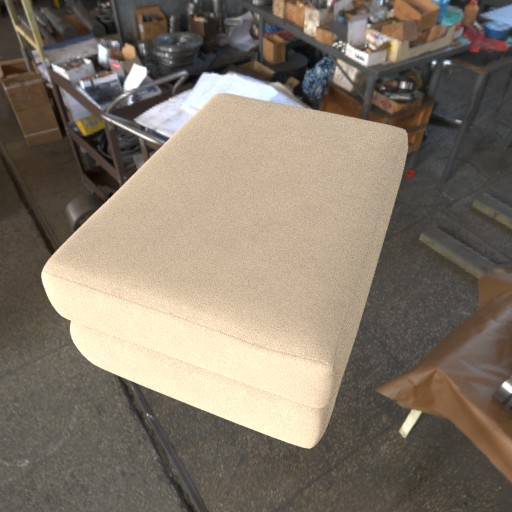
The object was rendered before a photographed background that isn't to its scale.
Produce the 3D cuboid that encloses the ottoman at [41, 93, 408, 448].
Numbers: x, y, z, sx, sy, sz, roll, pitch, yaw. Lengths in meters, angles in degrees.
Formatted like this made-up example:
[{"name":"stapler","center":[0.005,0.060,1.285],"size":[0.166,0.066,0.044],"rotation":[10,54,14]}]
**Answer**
[{"name":"ottoman","center":[0.000,0.000,1.101],"size":[0.569,0.504,0.773],"rotation":[16,48,15]}]
